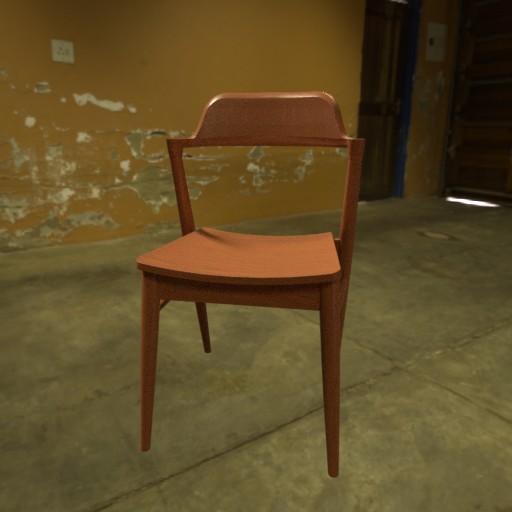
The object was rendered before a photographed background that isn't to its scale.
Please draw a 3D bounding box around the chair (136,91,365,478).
[{"bbox_3d":[0.000,0.000,1.090,0.496,0.801,0.499,3,15,10],"label":"chair"}]
